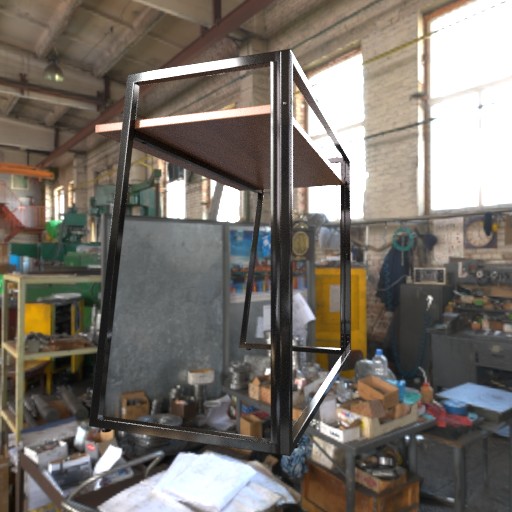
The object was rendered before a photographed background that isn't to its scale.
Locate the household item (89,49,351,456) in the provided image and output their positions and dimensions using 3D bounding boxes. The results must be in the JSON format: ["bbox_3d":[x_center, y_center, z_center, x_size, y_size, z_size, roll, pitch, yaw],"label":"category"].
[{"bbox_3d":[0.000,0.000,1.501,0.510,0.860,1.050,0,0,19],"label":"household item"}]
